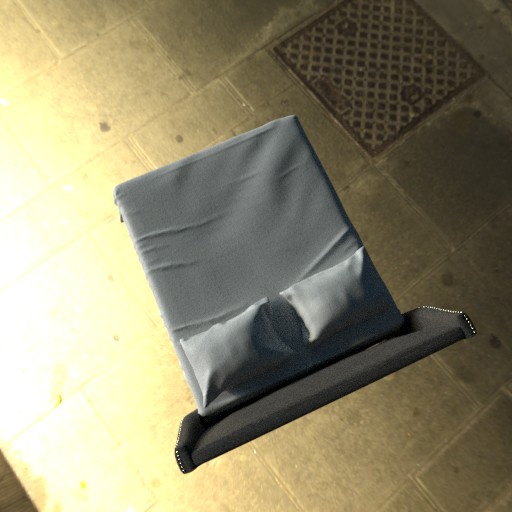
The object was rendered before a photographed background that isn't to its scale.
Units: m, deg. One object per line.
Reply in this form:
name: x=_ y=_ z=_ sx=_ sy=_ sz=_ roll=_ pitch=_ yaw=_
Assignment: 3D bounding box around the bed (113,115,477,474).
bed: x=0.000 y=0.000 z=3.418 sx=1.925 sy=1.332 sz=2.276 roll=-23 pitch=77 yaw=-6
